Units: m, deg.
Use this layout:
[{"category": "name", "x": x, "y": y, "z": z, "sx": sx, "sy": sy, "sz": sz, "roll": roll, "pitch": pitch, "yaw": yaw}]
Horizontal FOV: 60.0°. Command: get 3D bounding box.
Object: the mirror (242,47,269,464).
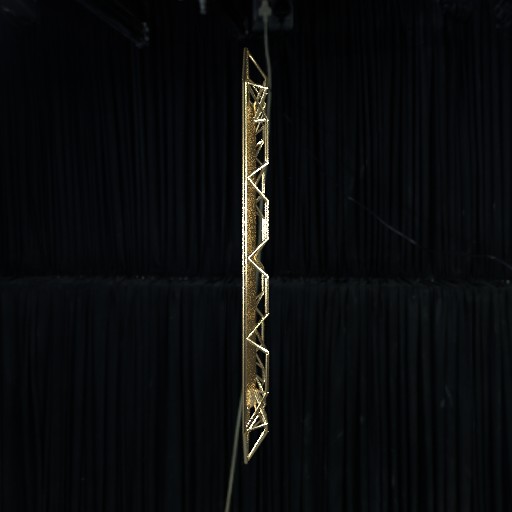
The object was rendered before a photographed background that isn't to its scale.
[{"category": "mirror", "x": 0.000, "y": 0.000, "z": 1.084, "sx": 0.051, "sy": 0.870, "sz": 0.572, "roll": 0, "pitch": 1, "yaw": 0}]
